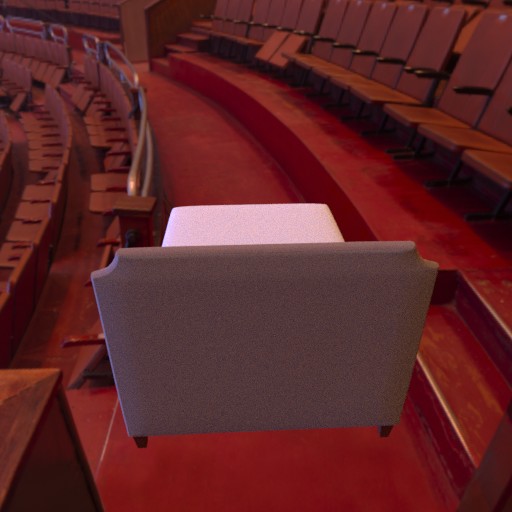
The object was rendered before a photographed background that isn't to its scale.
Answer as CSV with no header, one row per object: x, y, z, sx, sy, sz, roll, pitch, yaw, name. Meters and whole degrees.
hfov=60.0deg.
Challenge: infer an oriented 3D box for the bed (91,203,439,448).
0.000,0.000,3.444,1.713,1.443,2.372,-2,31,-3,bed
